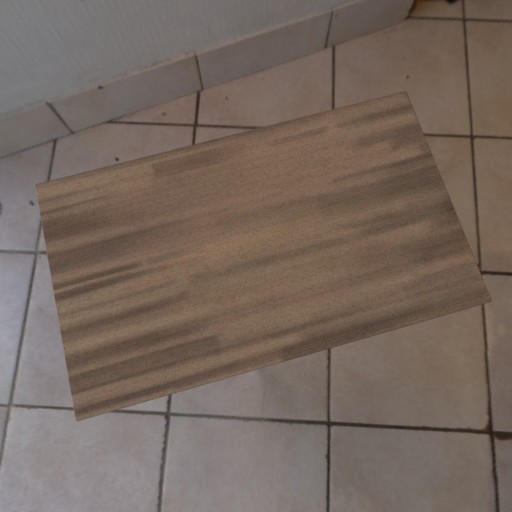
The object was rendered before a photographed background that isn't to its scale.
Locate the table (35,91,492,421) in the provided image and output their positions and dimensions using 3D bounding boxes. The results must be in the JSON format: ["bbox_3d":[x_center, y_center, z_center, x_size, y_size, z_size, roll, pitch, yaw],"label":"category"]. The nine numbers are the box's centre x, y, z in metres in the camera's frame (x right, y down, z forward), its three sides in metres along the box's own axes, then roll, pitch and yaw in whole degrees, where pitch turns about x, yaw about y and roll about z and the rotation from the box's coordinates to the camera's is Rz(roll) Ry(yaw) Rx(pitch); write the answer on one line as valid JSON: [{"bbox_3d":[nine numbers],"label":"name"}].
[{"bbox_3d":[0.000,0.000,1.350,1.088,0.347,0.643,-15,77,-4],"label":"table"}]
